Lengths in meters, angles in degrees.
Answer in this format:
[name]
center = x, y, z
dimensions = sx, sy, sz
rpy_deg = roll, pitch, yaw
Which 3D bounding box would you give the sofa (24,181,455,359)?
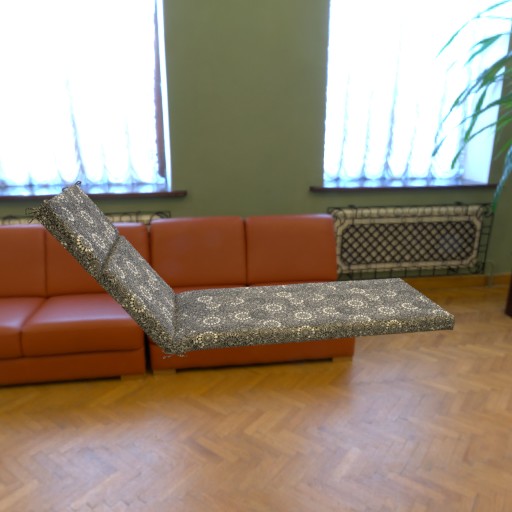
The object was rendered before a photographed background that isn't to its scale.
[sofa]
center = 0.000, 0.000, 1.937
dimensions = 1.663, 0.622, 0.582
rpy_deg = -3, 17, -9
